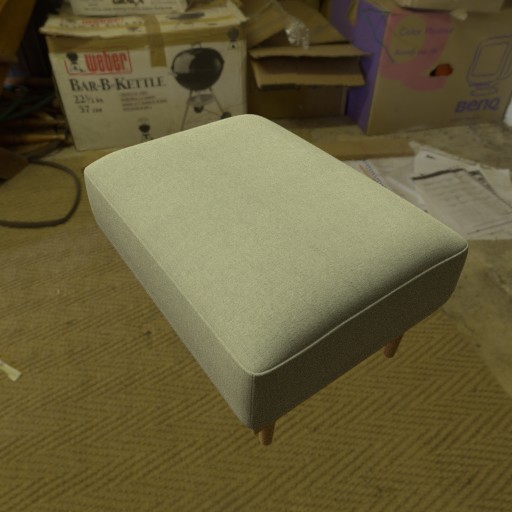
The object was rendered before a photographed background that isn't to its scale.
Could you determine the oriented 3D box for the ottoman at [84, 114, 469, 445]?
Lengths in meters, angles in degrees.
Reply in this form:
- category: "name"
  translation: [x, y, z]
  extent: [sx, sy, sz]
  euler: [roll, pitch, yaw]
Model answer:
- category: "ottoman"
  translation: [0.000, 0.000, 1.075]
  extent: [0.549, 0.428, 0.749]
  euler: [-25, 47, -26]
